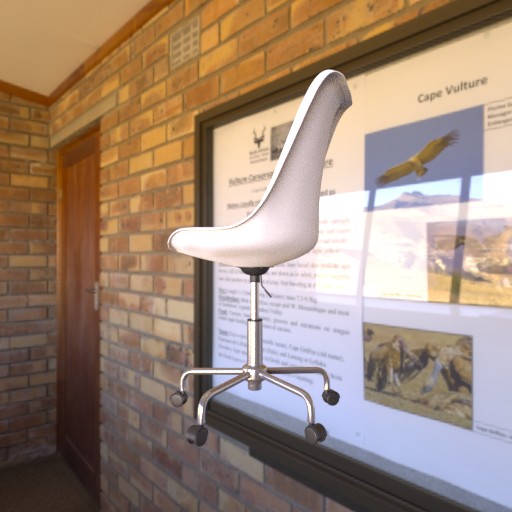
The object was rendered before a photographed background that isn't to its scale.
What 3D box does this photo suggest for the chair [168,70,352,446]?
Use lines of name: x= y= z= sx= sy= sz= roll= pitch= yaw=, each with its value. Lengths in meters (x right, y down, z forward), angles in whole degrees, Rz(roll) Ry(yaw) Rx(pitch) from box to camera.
chair: x=0.000 y=0.000 z=1.305 sx=0.550 sy=0.930 sz=0.550 roll=0 pitch=0 yaw=18
